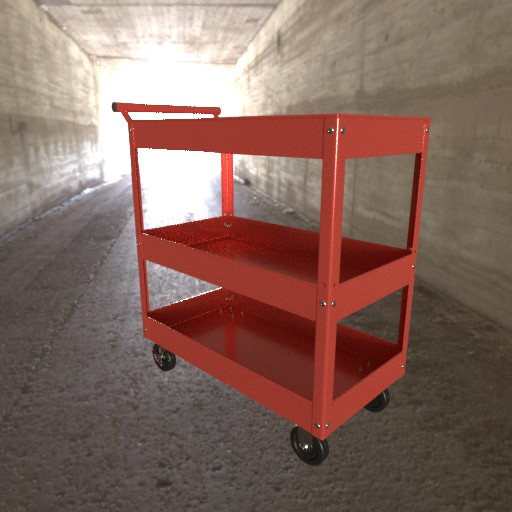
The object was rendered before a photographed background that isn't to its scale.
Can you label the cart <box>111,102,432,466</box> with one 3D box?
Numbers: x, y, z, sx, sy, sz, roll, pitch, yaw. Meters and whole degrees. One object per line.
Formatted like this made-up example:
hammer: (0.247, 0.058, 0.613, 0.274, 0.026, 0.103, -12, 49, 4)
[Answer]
cart: (0.000, 0.000, 1.165, 0.719, 0.780, 0.366, 15, 22, 42)
